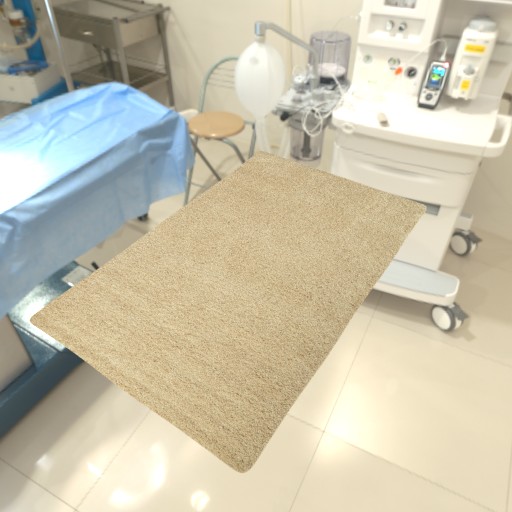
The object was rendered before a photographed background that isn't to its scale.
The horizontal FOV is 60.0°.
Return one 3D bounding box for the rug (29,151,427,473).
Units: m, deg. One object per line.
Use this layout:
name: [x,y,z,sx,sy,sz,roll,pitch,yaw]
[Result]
rug: [0.000,0.000,2.893,1.500,0.025,2.349,25,47,25]
